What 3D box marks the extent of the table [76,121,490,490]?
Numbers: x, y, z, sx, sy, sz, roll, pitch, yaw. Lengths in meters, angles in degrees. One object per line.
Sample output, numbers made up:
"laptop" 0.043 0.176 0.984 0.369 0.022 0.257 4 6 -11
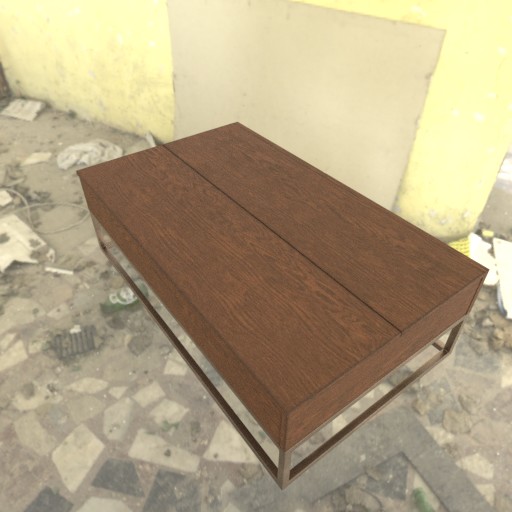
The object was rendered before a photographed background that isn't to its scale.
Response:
"table" 0.000 0.000 1.492 0.719 0.361 1.167 -26 47 -27
